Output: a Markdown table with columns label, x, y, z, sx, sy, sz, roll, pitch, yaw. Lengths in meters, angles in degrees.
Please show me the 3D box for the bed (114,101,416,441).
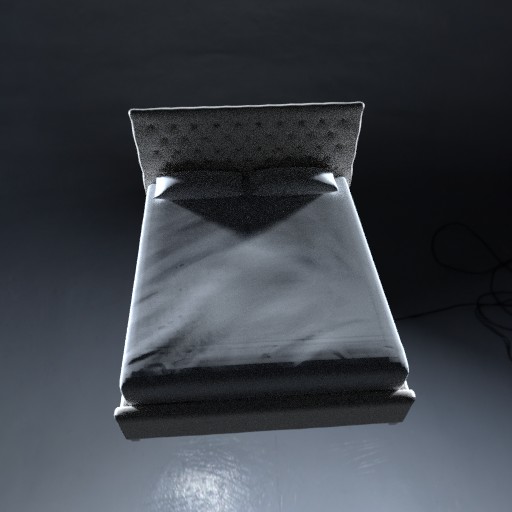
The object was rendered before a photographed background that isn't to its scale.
| label | x | y | z | sx | sy | sz | roll | pitch | yaw |
| --- | --- | --- | --- | --- | --- | --- | --- | --- | --- |
| bed | 0.000 | 0.000 | 3.612 | 2.078 | 1.427 | 2.387 | -3 | 47 | -3 |
